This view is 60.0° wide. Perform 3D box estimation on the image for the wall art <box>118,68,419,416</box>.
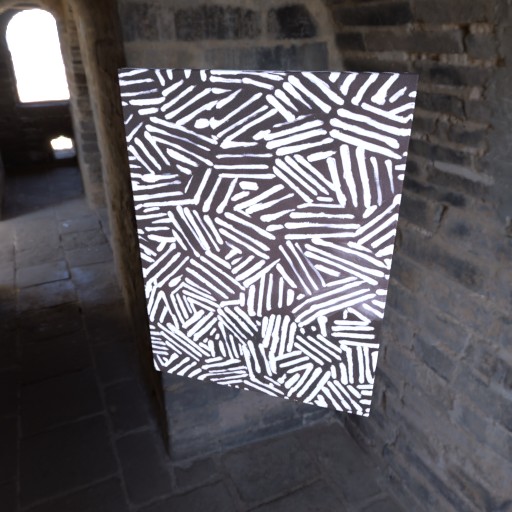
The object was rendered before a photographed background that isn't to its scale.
[{"bbox_3d":[0.000,0.000,1.316,0.765,1.017,0.038,8,27,16],"label":"wall art"}]
